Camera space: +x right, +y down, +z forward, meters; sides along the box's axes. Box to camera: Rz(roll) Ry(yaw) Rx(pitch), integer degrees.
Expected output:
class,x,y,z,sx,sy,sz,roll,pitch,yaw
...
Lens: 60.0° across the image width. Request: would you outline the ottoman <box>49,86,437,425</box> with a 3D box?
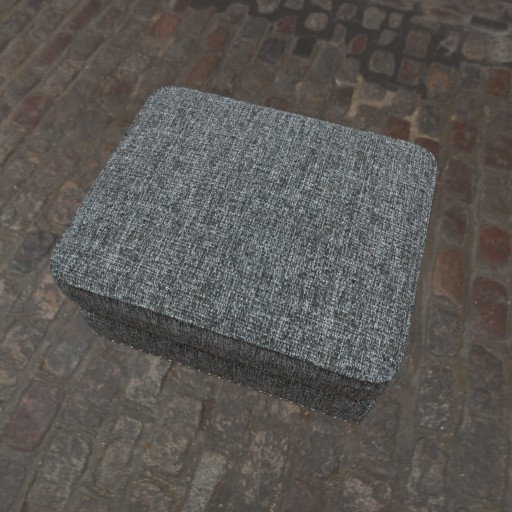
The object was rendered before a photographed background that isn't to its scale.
class,x,y,z,sx,sy,sz,roll,pitch,yaw
ottoman,0.000,0.000,1.117,0.738,0.537,0.589,16,63,9
